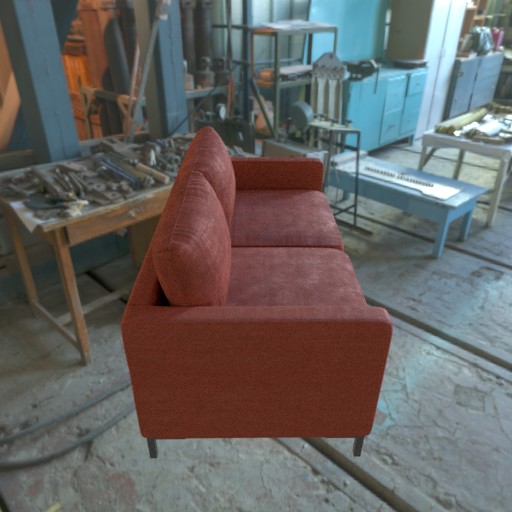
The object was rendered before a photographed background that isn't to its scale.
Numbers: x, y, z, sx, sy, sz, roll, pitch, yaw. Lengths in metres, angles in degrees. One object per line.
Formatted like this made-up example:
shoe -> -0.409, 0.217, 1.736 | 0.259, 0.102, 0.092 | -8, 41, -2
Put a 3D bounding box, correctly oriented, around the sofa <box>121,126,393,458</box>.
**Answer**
sofa -> 0.000, 0.000, 2.113 | 0.864, 0.896, 1.574 | -1, 30, -1
